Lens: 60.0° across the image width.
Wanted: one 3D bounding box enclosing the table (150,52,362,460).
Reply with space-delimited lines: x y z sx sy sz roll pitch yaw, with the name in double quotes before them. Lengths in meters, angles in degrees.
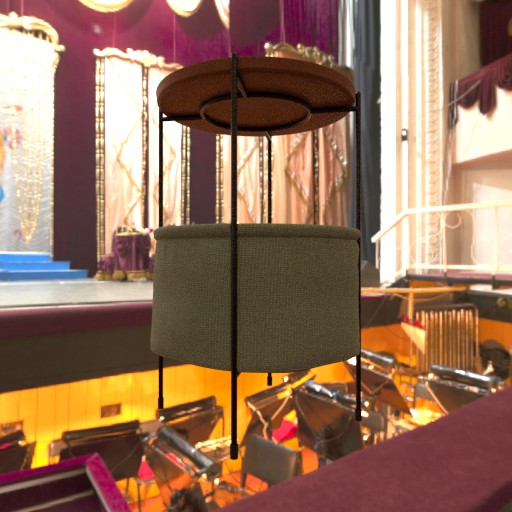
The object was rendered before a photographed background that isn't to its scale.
"table" 0.000 0.000 0.874 0.400 0.623 0.400 0 0 -35
